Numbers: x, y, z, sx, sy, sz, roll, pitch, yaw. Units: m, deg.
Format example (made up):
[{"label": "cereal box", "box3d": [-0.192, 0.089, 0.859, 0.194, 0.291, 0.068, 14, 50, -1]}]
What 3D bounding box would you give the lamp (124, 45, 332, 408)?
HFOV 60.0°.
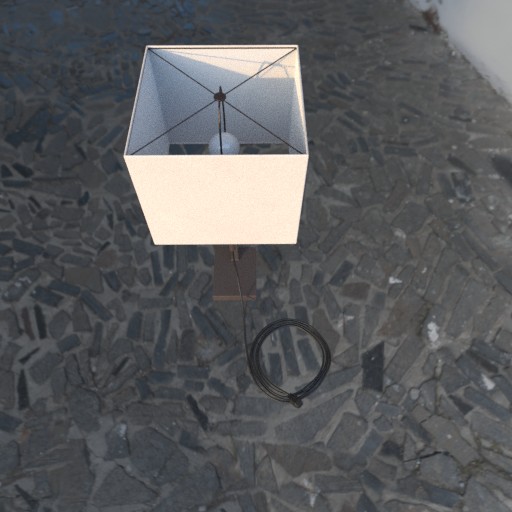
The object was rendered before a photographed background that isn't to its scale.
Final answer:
[{"label": "lamp", "box3d": [0.000, 0.000, 0.962, 0.399, 0.660, 0.504, 0, 58, 0]}]
